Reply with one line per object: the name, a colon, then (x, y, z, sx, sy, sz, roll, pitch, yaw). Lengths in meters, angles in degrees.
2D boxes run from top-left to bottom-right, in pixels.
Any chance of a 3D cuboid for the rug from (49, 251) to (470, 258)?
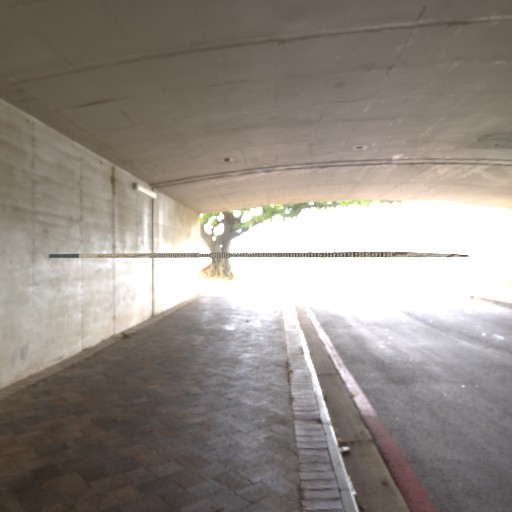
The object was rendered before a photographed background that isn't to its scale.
rug: (0.000, 0.000, 2.327, 1.847, 0.020, 1.238, 0, 0, 35)
